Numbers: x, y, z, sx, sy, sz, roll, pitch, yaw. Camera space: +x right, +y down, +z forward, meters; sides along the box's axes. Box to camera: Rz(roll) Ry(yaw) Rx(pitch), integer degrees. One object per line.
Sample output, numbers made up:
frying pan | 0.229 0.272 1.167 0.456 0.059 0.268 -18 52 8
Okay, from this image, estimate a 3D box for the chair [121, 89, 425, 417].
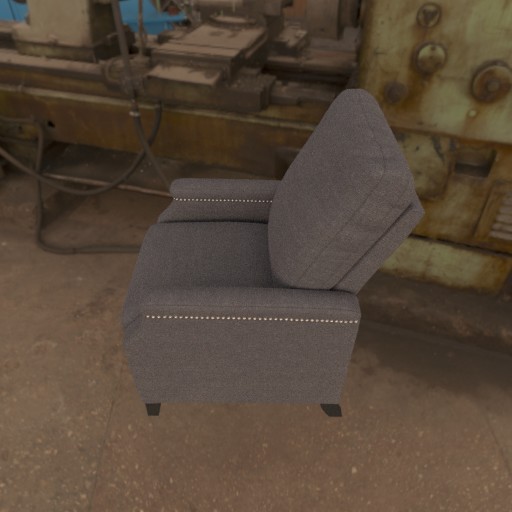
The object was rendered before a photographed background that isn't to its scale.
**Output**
chair | 0.000 0.000 1.621 0.922 1.049 0.710 0 42 0
